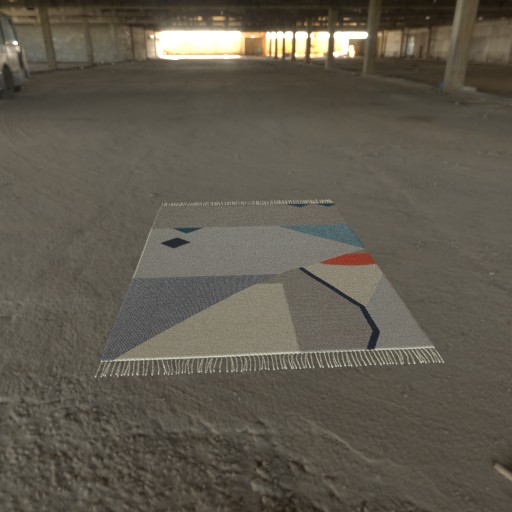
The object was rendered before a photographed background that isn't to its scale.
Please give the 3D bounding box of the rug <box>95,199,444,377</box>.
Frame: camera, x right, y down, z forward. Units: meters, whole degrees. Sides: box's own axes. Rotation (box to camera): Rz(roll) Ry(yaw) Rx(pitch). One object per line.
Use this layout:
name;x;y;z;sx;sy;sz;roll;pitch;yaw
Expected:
rug;0.000;0.000;2.346;1.220;0.005;1.828;-2;25;-3
